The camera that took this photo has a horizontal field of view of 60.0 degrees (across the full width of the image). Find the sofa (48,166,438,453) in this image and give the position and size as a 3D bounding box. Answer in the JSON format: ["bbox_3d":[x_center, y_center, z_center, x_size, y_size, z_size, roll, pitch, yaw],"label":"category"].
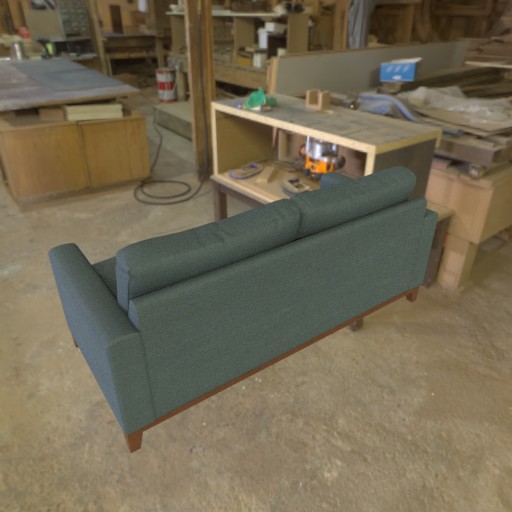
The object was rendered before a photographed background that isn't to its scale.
[{"bbox_3d":[0.000,0.000,2.399,1.900,0.865,0.877,-20,36,-30],"label":"sofa"}]
